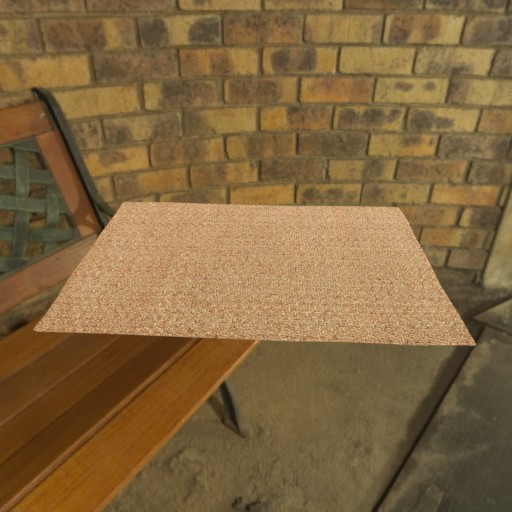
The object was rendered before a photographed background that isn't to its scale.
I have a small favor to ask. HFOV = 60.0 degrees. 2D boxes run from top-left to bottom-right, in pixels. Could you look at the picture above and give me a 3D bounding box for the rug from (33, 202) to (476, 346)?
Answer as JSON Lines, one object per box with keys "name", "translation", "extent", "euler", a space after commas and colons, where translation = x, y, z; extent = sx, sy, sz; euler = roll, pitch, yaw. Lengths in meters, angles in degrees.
{"name": "rug", "translation": [0.000, 0.000, 2.770], "extent": [2.141, 0.013, 1.566], "euler": [1, 31, 2]}
